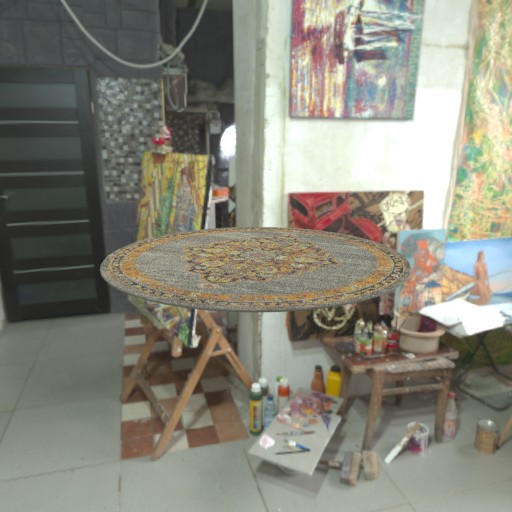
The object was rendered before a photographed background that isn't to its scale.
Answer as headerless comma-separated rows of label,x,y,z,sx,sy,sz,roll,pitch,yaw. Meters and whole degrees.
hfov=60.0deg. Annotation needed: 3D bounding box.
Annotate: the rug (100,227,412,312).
rug,0.000,0.000,3.575,2.382,0.014,2.382,0,15,0
